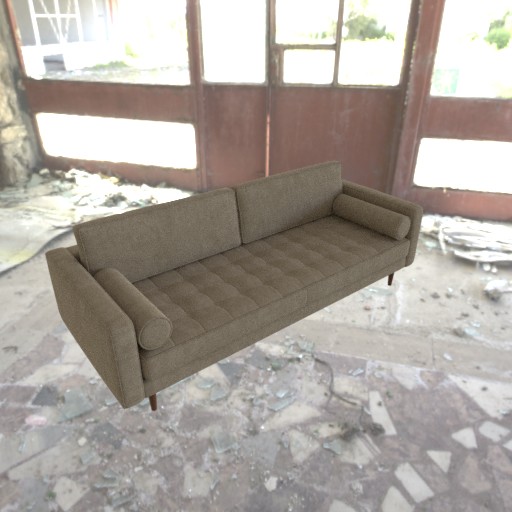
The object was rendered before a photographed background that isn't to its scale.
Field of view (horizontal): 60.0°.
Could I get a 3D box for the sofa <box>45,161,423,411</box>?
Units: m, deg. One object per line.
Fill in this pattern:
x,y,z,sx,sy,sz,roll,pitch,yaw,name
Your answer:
0.000,0.000,2.740,2.200,0.770,0.919,-20,34,-33,sofa
